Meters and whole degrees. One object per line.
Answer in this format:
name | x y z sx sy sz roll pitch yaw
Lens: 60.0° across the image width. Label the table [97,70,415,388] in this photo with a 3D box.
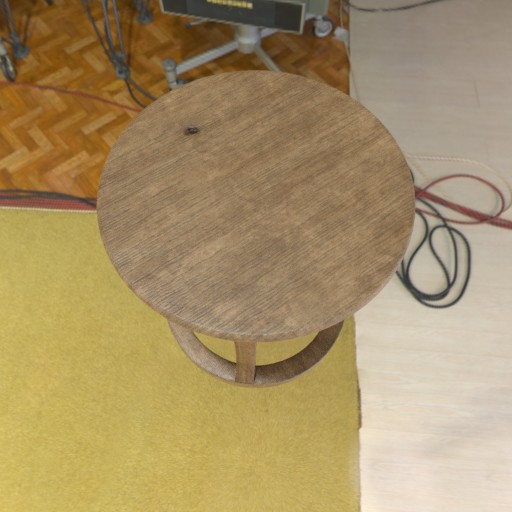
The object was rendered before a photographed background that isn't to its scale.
table | 0.000 0.000 0.807 0.432 0.460 0.432 0 64 0
